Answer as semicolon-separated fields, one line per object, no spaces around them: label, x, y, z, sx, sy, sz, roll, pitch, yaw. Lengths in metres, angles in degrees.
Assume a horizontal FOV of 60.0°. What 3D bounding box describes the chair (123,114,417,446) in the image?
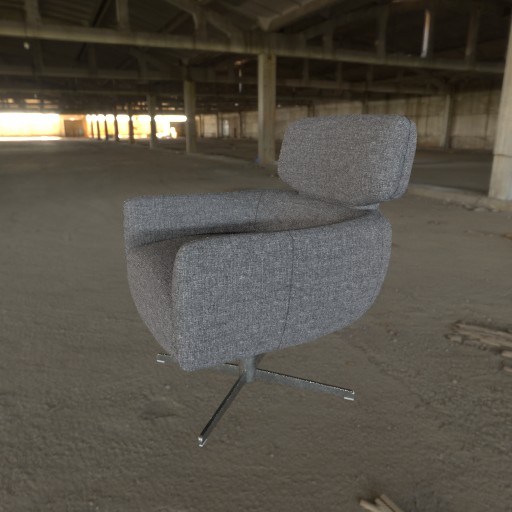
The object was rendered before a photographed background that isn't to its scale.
chair;0.000;0.000;1.320;0.715;0.812;0.706;-7;18;-24
